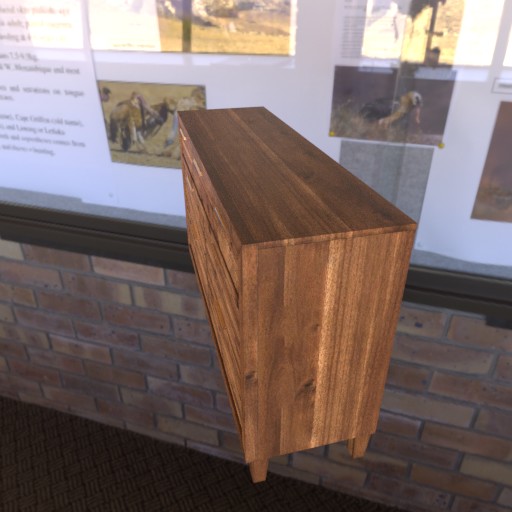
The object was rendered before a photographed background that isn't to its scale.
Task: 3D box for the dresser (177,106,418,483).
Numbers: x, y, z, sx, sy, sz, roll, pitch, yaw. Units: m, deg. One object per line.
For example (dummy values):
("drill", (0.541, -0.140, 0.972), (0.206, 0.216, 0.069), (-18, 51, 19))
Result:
("dresser", (0.000, 0.000, 1.813), (0.438, 0.892, 1.387), (-7, 31, -13))
